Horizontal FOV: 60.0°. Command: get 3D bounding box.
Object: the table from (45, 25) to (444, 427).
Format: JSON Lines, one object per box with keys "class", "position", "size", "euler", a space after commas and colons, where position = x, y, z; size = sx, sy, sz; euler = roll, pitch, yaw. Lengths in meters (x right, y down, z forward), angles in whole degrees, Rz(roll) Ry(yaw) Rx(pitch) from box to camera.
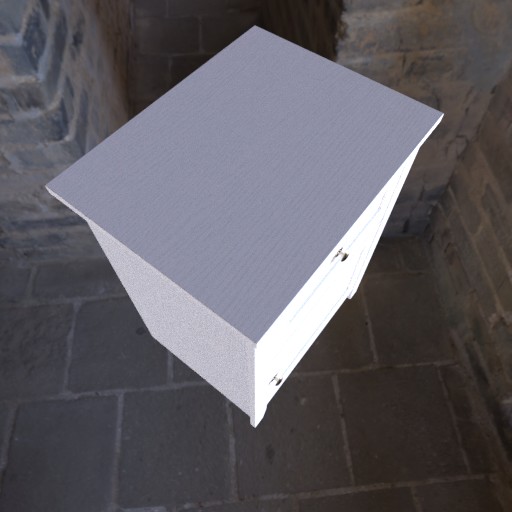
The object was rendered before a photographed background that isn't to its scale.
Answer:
{"class": "table", "position": [0.000, 0.000, 0.934], "size": [0.381, 0.635, 0.480], "euler": [34, 65, 18]}
